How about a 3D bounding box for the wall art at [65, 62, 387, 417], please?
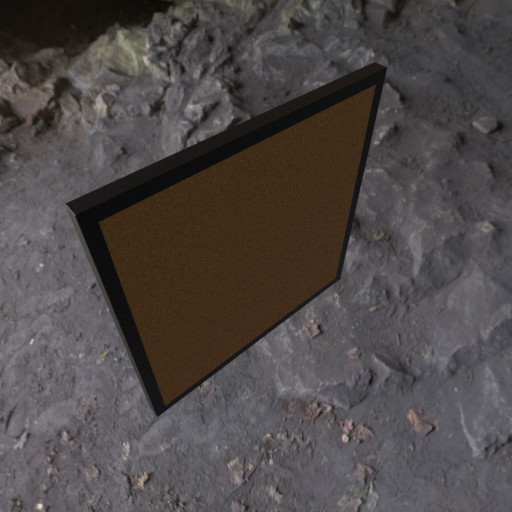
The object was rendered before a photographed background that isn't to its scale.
[{"bbox_3d":[0.000,0.000,1.139,0.765,0.765,0.038,-33,56,-26],"label":"wall art"}]
